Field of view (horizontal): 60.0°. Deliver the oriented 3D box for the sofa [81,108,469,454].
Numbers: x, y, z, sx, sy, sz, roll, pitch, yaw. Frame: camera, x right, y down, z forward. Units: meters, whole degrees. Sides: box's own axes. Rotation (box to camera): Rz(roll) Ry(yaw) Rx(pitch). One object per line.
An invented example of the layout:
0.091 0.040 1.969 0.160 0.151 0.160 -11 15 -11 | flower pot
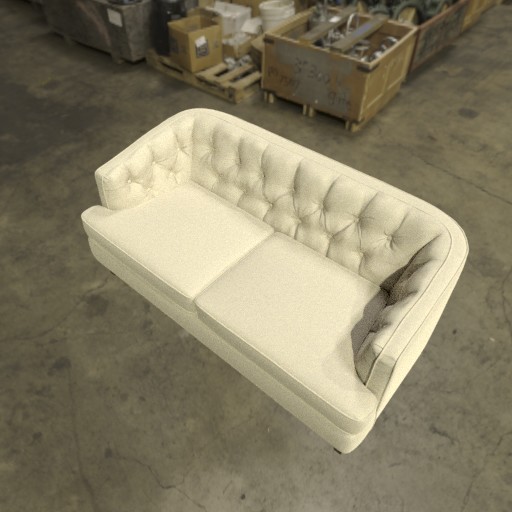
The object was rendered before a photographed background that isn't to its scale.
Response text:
0.000 0.000 2.223 1.733 0.855 0.941 32 54 27 | sofa
